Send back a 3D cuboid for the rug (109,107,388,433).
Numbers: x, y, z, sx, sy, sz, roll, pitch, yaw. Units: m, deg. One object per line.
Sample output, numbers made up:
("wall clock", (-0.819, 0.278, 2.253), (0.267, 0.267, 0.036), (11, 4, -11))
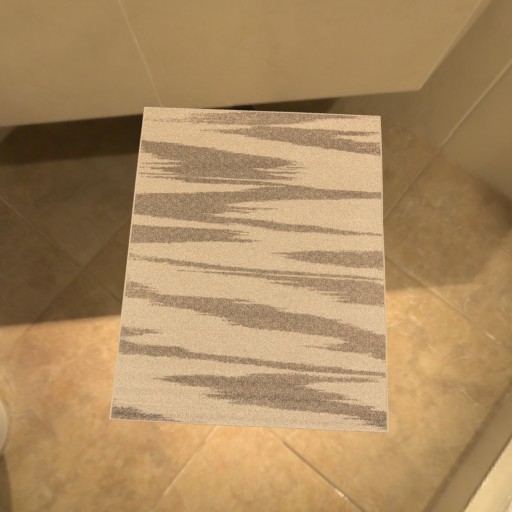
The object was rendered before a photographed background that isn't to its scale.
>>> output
("rug", (0.000, 0.000, 4.053), (2.353, 0.014, 2.945), (2, 77, 1))
